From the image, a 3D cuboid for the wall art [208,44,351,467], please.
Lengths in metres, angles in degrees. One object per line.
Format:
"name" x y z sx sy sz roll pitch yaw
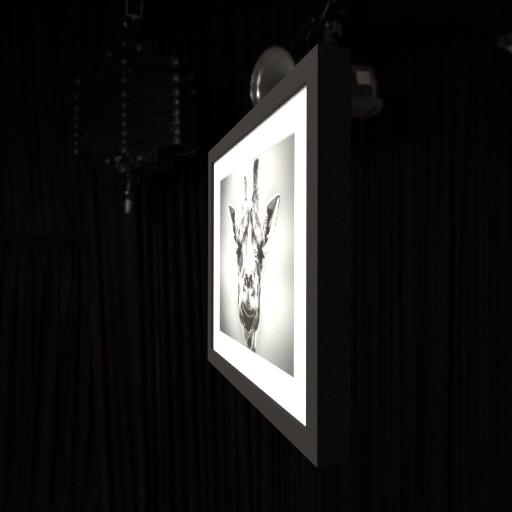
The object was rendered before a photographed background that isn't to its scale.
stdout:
"wall art" 0.000 0.000 0.530 0.031 0.330 0.381 0 0 -19
